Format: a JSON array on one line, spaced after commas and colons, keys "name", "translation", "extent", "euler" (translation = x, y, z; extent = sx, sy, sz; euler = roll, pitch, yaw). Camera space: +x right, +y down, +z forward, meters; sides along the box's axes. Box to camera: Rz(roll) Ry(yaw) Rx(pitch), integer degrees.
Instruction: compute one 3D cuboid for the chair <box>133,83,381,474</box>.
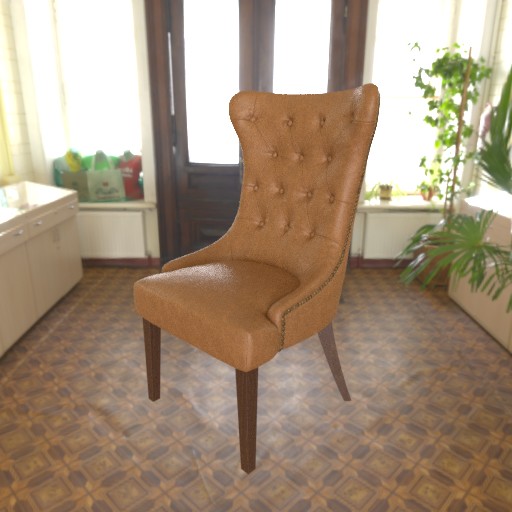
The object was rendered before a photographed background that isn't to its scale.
[{"name": "chair", "translation": [0.000, 0.000, 1.467], "extent": [0.611, 1.065, 0.669], "euler": [16, 23, 42]}]
